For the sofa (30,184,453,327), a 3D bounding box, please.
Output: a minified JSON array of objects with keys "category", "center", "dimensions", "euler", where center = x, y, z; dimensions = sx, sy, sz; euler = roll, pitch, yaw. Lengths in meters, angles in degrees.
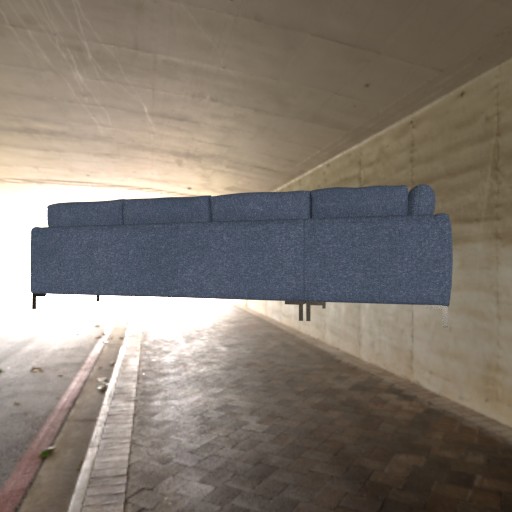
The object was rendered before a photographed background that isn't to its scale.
[{"category":"sofa","center":[0.000,0.000,3.787],"dimensions":[2.949,0.815,2.007],"euler":[0,-1,19]}]
